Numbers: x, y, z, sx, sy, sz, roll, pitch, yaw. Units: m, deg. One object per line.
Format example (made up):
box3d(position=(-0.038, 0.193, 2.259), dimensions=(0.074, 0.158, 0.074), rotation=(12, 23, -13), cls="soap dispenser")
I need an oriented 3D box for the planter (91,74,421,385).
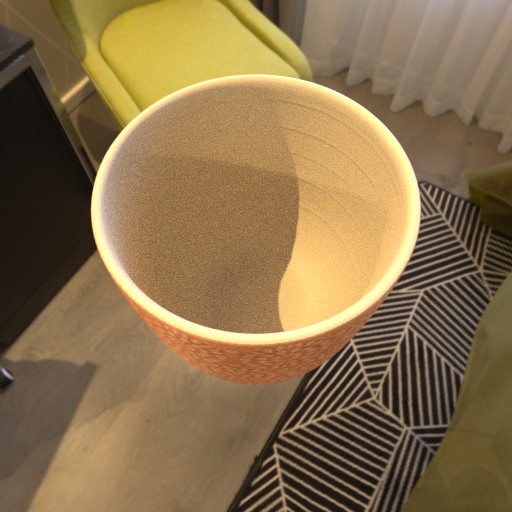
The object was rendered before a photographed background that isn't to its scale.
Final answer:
box3d(position=(0.000, 0.000, 0.365), dimensions=(0.208, 0.190, 0.208), rotation=(0, 62, 0), cls="planter")
